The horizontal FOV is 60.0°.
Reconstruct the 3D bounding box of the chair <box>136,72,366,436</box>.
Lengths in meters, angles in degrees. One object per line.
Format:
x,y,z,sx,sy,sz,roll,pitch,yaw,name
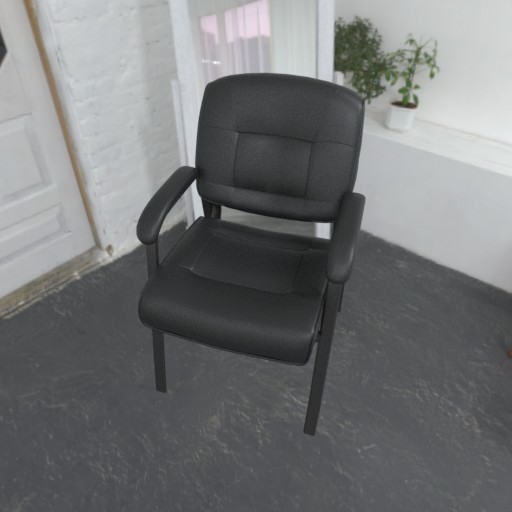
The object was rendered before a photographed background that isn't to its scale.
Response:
0.000,0.000,1.363,0.591,0.910,0.668,11,41,13,chair
